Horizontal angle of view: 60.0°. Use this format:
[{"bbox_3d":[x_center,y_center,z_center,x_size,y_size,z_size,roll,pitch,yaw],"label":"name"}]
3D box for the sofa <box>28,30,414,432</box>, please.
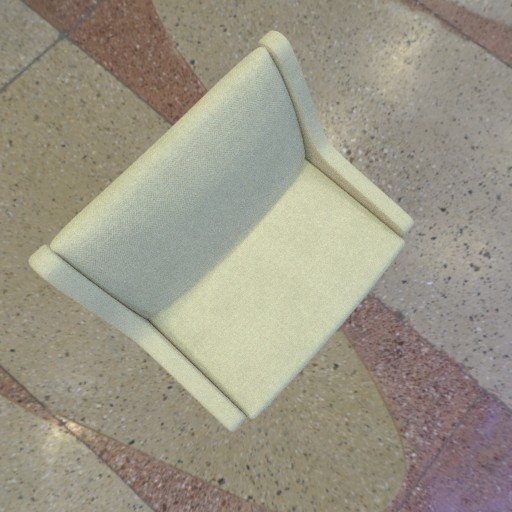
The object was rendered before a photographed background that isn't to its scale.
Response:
[{"bbox_3d":[0.000,0.000,1.922,0.946,0.976,1.212,42,80,9],"label":"sofa"}]
